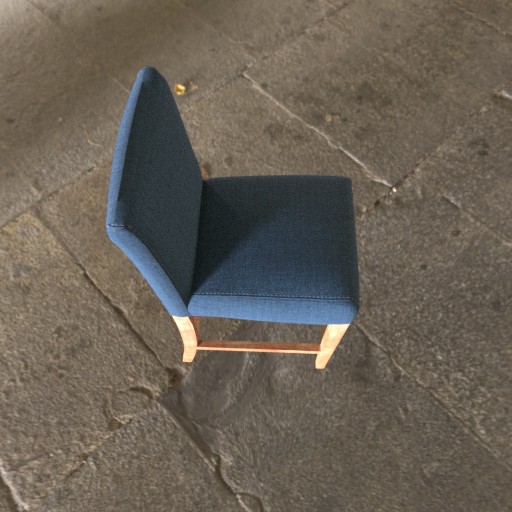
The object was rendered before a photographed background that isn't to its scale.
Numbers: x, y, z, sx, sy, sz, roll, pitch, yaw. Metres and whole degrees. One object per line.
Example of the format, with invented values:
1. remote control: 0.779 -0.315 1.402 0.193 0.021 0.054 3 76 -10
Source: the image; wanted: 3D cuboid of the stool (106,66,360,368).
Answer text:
1. stool: 0.000 0.000 1.347 0.567 1.039 0.454 1 63 1
